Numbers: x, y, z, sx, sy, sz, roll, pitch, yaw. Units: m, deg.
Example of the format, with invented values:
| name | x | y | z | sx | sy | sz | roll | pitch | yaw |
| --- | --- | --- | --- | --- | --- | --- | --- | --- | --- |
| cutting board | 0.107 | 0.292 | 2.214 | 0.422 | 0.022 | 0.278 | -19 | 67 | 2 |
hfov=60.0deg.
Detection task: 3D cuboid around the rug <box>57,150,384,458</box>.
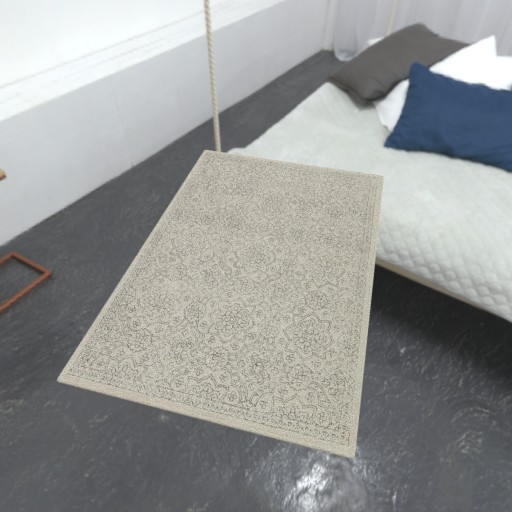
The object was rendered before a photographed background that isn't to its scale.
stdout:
| name | x | y | z | sx | sy | sz | roll | pitch | yaw |
| --- | --- | --- | --- | --- | --- | --- | --- | --- | --- |
| rug | 0.000 | 0.000 | 2.921 | 1.524 | 0.011 | 2.286 | 11 | 46 | 10 |
